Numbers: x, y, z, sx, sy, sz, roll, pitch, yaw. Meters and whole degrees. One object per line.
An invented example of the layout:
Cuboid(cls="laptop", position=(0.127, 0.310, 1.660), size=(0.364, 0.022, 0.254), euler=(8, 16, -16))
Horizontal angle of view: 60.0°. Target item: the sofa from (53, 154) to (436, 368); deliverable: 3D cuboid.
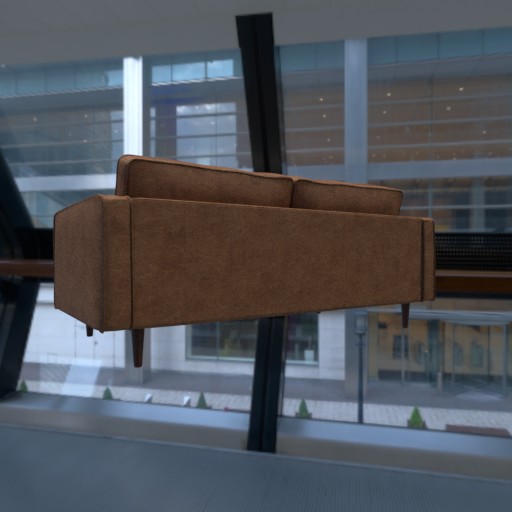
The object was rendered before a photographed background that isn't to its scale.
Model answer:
Cuboid(cls="sofa", position=(0.000, 0.000, 2.408), size=(1.920, 0.825, 0.924), euler=(0, 0, -34))
